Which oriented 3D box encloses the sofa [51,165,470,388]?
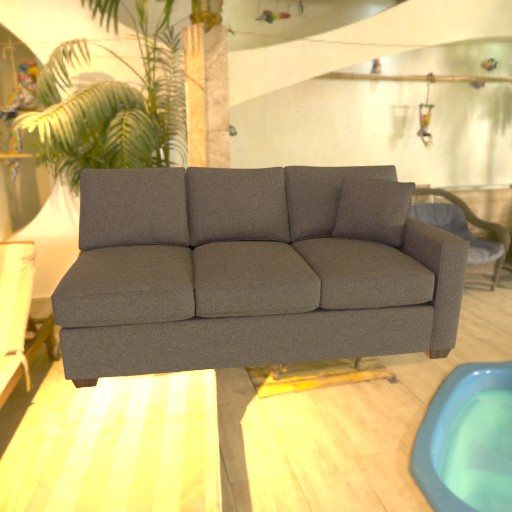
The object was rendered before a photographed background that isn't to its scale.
[{"bbox_3d":[0.000,0.000,2.501,1.963,0.946,1.034,-2,16,-8],"label":"sofa"}]
